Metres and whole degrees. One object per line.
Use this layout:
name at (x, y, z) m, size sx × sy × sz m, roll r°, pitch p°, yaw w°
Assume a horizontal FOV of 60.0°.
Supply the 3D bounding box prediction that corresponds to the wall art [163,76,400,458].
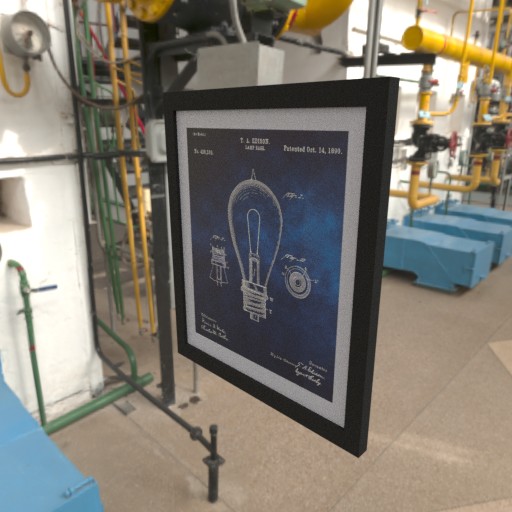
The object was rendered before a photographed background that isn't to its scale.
wall art at (0.000, 0.000, 0.705) m, size 0.428 × 0.505 × 0.023 m, roll 16°, pitch 23°, yaw 42°
